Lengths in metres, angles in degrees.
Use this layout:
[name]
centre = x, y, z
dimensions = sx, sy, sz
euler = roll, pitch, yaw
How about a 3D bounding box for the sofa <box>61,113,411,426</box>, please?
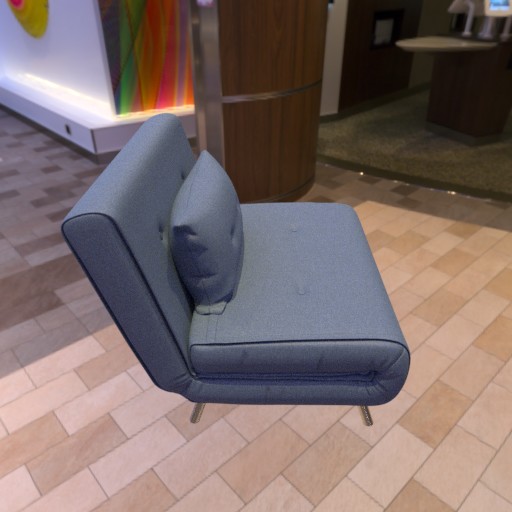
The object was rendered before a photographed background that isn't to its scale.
[sofa]
centre = 0.000, 0.000, 1.738
dimensions = 0.996, 0.860, 0.999
euler = 1, 32, 1
